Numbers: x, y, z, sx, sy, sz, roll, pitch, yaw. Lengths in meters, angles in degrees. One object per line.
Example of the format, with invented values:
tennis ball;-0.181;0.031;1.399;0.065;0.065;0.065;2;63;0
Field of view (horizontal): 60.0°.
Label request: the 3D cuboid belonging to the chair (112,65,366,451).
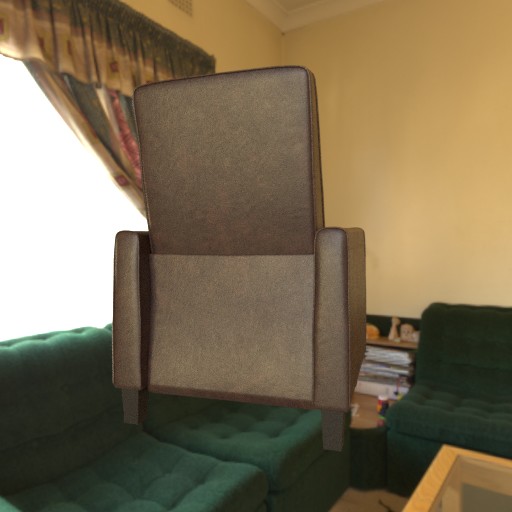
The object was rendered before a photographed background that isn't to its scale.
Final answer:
chair;0.000;0.000;1.537;0.705;1.013;0.746;0;1;17
